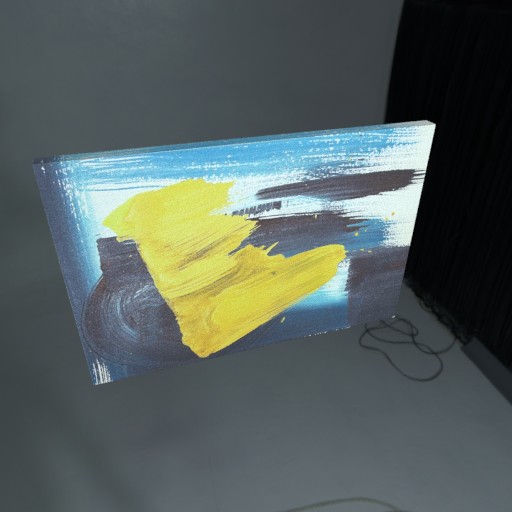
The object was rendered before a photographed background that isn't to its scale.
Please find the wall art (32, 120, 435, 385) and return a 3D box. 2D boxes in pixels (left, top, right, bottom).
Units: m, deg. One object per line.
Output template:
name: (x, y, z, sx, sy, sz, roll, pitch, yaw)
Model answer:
wall art: (0.000, 0.000, 1.145, 0.914, 0.610, 0.039, -10, 33, -15)
